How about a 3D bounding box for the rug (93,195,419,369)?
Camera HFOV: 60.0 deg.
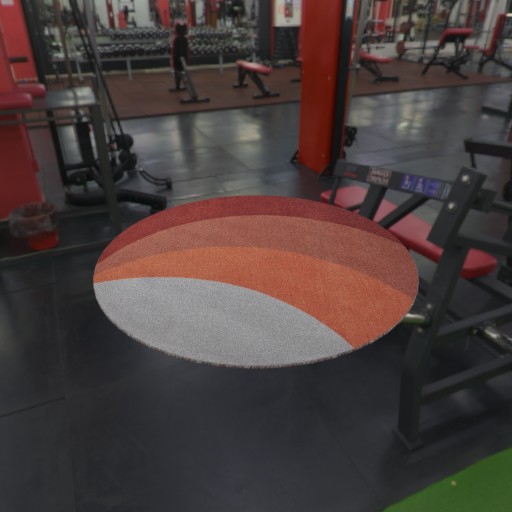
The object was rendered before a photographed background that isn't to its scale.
[{"bbox_3d":[0.000,0.000,2.163,1.514,0.015,1.514,0,30,0],"label":"rug"}]
